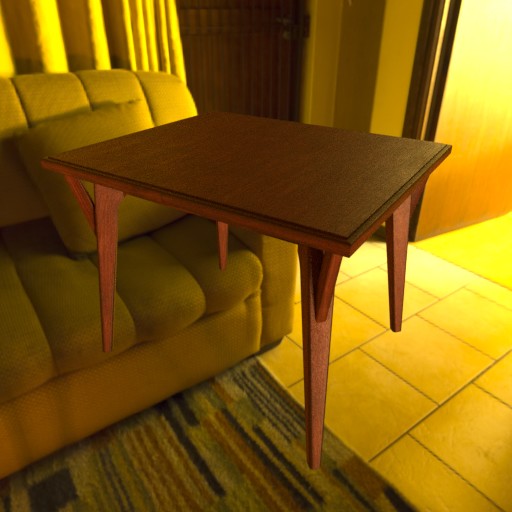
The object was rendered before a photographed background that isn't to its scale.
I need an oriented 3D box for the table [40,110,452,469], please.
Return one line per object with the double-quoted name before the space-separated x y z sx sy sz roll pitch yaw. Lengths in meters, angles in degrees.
"table" 0.000 0.000 1.571 0.991 0.761 0.838 18 34 29
